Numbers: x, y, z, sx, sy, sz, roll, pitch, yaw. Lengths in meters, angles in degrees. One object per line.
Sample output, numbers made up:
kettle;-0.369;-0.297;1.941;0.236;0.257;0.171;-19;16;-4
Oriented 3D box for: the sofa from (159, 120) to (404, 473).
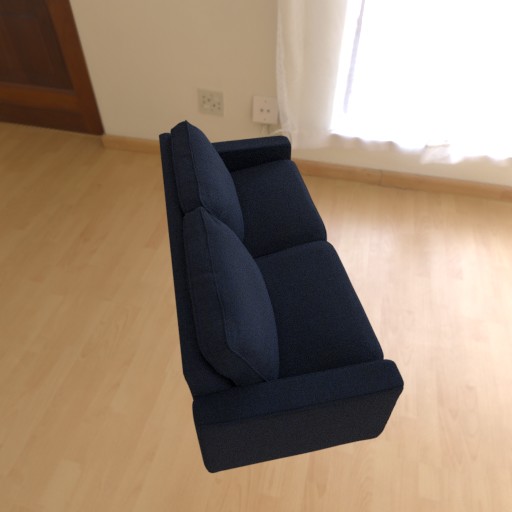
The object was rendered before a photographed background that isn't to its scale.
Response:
sofa;0.000;0.000;2.619;0.940;0.919;2.080;-8;47;-8
